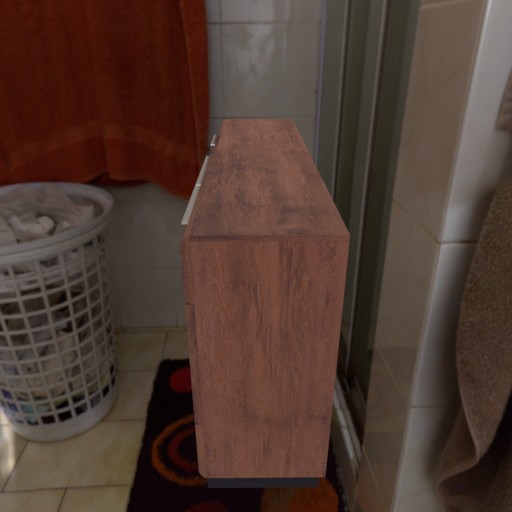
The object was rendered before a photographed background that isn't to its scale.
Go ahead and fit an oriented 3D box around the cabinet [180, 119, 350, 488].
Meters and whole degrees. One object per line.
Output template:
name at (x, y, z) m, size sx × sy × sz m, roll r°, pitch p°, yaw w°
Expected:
cabinet at (0.000, 0.000, 1.940) m, size 0.420 × 0.900 × 1.600 m, roll 0°, pitch 26°, yaw -1°
